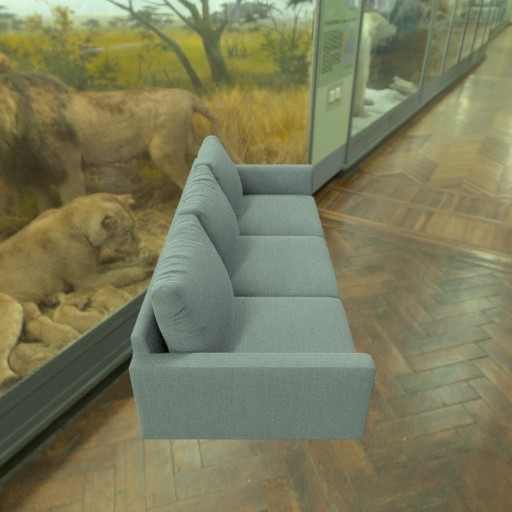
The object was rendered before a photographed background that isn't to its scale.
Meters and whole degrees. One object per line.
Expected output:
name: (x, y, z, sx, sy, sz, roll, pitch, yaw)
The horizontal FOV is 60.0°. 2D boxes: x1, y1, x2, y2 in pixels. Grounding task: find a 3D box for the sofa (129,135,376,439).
sofa: (0.000, 0.000, 2.402, 0.850, 0.830, 2.000, 0, 31, 0)
